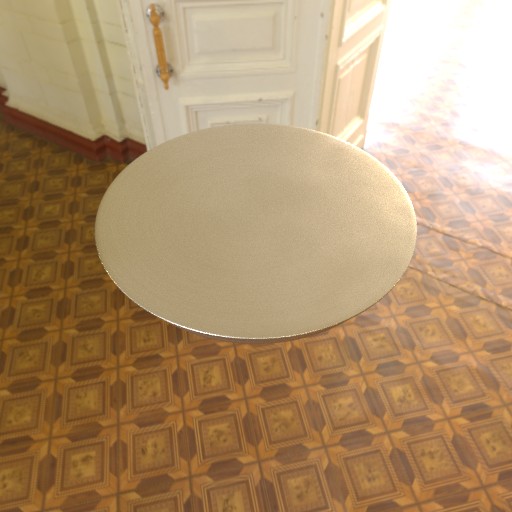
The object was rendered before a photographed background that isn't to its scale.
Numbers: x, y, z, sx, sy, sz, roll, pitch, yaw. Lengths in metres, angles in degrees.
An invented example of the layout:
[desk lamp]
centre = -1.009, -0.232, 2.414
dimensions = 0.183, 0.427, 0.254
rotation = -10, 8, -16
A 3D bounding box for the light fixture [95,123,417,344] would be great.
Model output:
[light fixture]
centre = 0.000, 0.000, 0.445
dimensions = 0.280, 0.135, 0.280
rotation = 0, 47, 0
